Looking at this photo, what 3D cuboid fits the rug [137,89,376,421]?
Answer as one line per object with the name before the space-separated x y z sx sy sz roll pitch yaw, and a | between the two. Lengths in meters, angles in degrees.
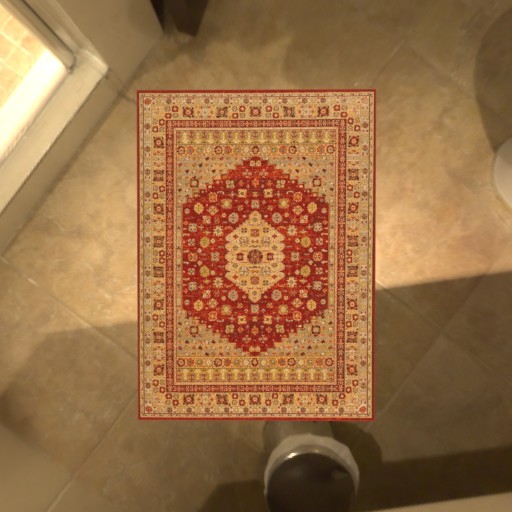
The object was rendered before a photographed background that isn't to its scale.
rug | 0.000 0.000 2.964 1.593 0.013 2.211 0 91 1
